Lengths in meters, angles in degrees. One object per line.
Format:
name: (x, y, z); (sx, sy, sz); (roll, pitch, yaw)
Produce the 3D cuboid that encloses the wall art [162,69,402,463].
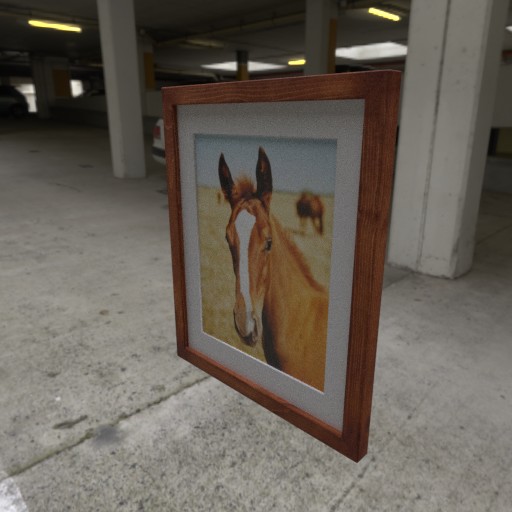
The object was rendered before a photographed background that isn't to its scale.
wall art: (0.000, 0.000, 0.758); (0.462, 0.558, 0.030); (16, 24, 42)
